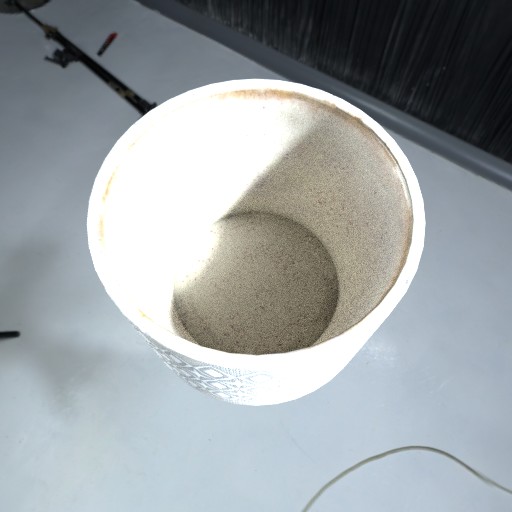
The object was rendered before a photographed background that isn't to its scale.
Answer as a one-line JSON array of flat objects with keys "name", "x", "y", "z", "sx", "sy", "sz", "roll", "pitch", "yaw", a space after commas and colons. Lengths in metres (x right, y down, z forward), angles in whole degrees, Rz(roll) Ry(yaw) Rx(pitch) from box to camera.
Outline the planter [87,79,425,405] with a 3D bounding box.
[{"name": "planter", "x": 0.000, "y": 0.000, "z": 0.311, "sx": 0.186, "sy": 0.144, "sz": 0.186, "roll": 0, "pitch": 64, "yaw": 0}]
